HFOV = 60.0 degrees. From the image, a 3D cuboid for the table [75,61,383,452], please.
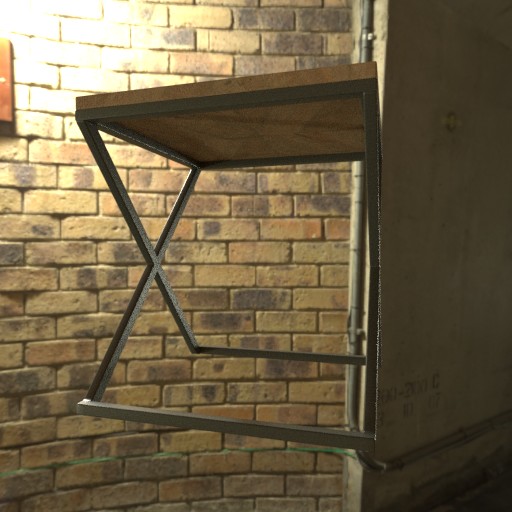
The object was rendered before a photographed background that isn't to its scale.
[{"bbox_3d":[0.000,0.000,0.924,0.499,0.550,0.498,0,1,17],"label":"table"}]
